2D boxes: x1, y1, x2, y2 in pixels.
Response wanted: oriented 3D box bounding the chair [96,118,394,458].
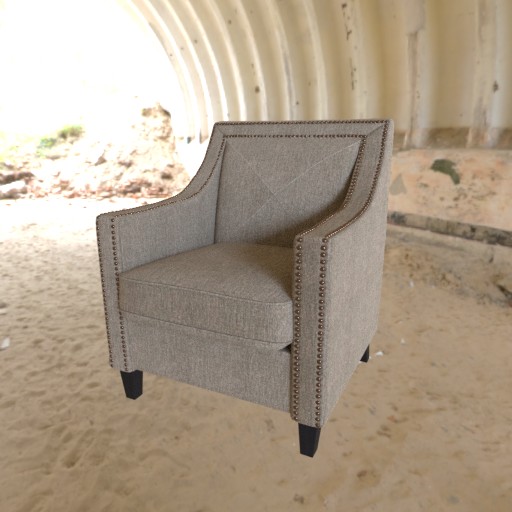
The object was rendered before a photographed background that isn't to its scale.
[{"bbox_3d":[0.000,0.000,1.599,0.776,0.967,0.884,7,17,25],"label":"chair"}]
